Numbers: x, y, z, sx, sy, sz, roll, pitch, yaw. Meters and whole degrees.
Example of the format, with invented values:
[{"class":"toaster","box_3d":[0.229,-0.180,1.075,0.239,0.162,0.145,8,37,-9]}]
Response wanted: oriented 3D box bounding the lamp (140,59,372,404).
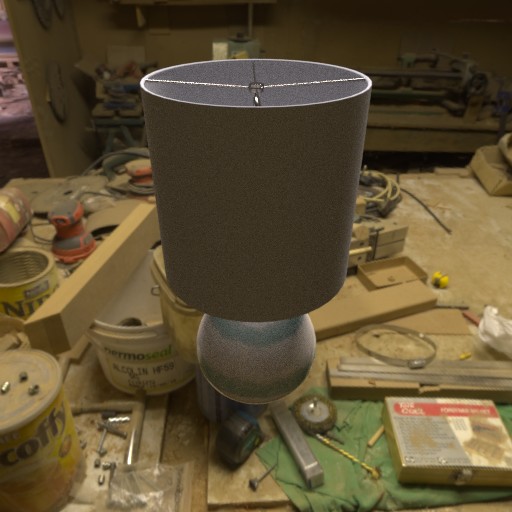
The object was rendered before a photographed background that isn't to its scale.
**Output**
[{"class":"lamp","box_3d":[0.000,0.000,0.532,0.217,0.404,0.217,-1,33,-2]}]
